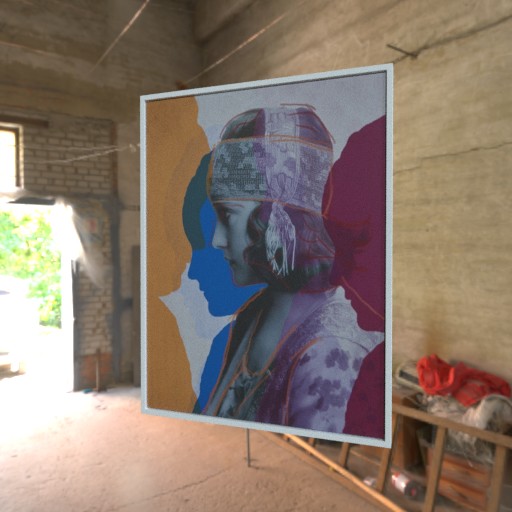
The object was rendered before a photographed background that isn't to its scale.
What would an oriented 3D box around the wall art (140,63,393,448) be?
[{"bbox_3d":[0.000,0.000,1.353,0.795,1.050,0.039,0,1,19],"label":"wall art"}]
